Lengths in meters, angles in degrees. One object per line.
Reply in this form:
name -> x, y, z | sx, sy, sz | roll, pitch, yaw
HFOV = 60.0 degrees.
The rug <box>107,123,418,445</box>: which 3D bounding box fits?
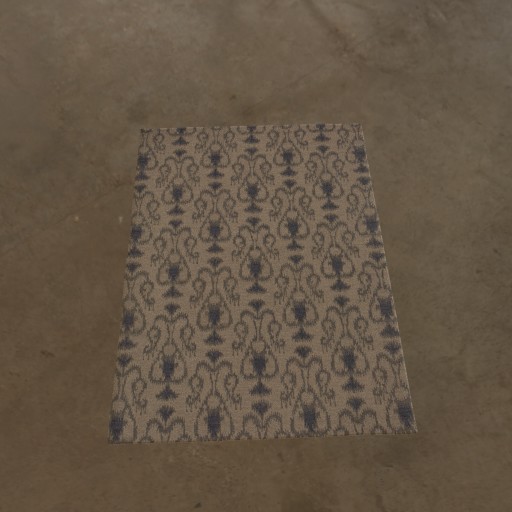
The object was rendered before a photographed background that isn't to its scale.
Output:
rug -> 0.000, 0.000, 4.174 | 2.437, 0.015, 3.205 | -2, 64, -1
